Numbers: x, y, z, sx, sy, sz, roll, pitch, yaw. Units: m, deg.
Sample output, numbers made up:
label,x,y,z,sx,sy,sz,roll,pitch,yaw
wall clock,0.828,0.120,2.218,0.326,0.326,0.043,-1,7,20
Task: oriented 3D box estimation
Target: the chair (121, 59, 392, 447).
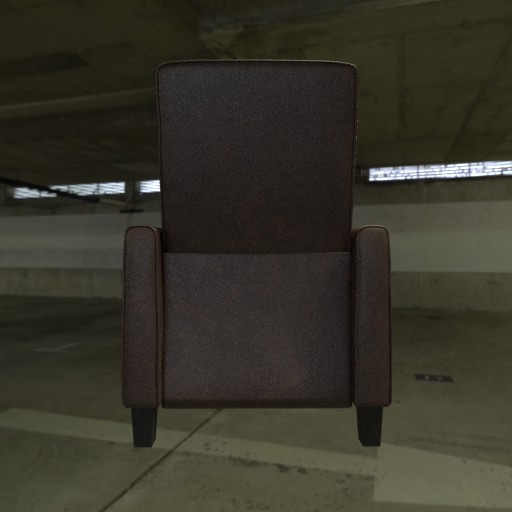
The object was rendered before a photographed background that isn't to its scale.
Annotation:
label,x,y,z,sx,sy,sz,roll,pitch,yaw
chair,0.000,0.000,1.477,0.705,1.013,0.746,0,0,-1
